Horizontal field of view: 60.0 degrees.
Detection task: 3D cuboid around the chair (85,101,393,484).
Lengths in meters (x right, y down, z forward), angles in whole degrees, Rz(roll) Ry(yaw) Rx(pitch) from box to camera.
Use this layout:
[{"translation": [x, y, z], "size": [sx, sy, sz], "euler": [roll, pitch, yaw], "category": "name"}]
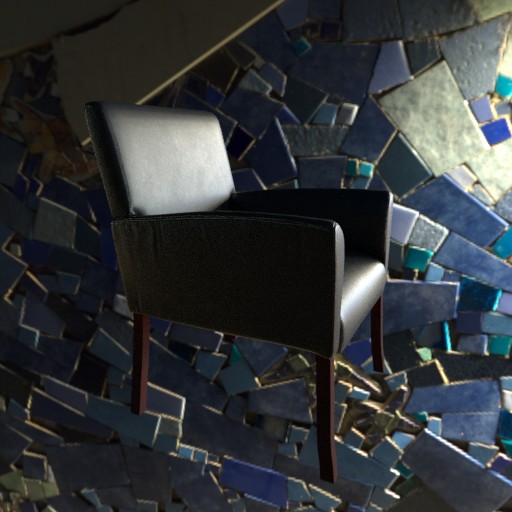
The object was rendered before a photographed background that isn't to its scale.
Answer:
[{"translation": [0.000, 0.000, 1.451], "size": [0.772, 0.951, 0.683], "euler": [7, 17, 26], "category": "chair"}]
